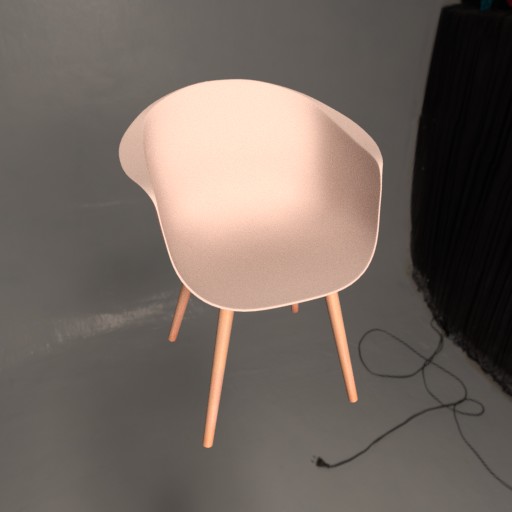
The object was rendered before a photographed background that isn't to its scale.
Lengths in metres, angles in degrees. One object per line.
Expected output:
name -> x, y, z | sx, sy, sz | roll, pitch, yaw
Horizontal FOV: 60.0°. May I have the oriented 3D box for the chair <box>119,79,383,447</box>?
chair -> 0.000, 0.000, 1.149 | 0.593, 0.781, 0.504 | -11, 33, -17
